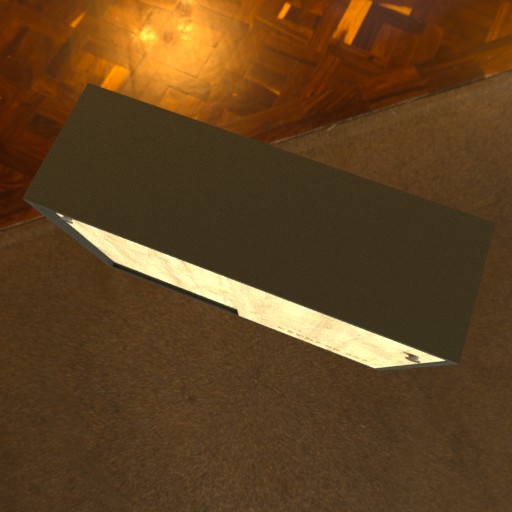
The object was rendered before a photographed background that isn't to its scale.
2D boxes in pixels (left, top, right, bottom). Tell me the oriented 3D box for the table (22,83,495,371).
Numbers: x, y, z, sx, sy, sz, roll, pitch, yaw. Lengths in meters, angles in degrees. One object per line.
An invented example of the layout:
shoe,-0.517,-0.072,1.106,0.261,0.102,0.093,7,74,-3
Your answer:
table,0.000,0.000,1.589,1.200,0.855,0.400,20,75,6
